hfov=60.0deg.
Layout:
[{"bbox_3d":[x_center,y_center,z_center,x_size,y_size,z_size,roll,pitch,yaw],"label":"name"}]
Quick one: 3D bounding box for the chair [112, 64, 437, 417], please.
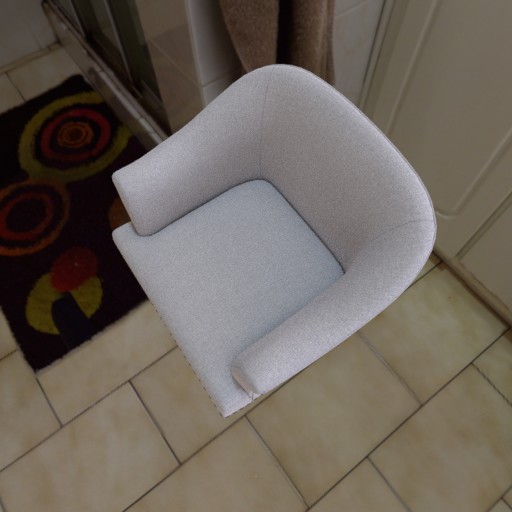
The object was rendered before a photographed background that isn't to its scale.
[{"bbox_3d":[0.000,0.000,1.417,0.704,0.815,0.798,-32,68,-15],"label":"chair"}]
